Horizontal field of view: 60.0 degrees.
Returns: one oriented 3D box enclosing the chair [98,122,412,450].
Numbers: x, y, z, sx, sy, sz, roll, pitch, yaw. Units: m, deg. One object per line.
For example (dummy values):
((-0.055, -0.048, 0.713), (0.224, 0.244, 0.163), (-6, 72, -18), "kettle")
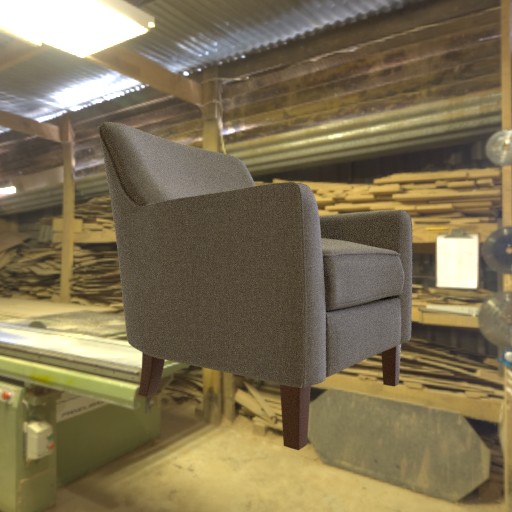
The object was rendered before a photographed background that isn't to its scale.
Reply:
((0.000, 0.000, 1.758), (0.993, 1.047, 0.887), (0, 0, 37), "chair")
